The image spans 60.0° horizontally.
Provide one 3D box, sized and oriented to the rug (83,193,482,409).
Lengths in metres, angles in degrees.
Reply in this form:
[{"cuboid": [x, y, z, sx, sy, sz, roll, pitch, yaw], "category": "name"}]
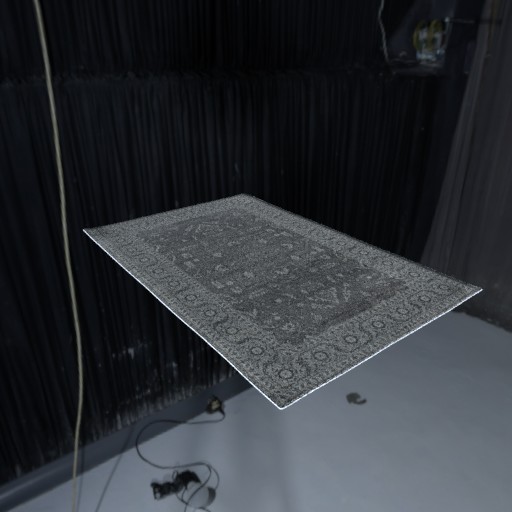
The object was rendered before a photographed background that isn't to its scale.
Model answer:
[{"cuboid": [0.000, 0.000, 2.336, 1.209, 0.019, 1.828, -18, 31, -33], "category": "rug"}]
